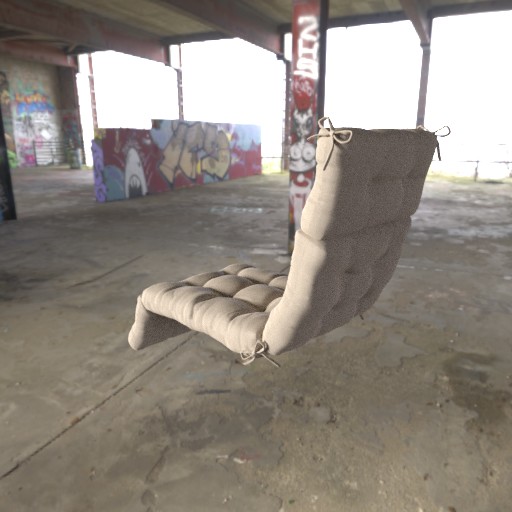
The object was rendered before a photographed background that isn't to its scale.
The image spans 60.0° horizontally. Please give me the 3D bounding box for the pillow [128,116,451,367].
[{"bbox_3d":[0.000,0.000,1.490,1.016,0.863,0.526,15,21,43],"label":"pillow"}]
